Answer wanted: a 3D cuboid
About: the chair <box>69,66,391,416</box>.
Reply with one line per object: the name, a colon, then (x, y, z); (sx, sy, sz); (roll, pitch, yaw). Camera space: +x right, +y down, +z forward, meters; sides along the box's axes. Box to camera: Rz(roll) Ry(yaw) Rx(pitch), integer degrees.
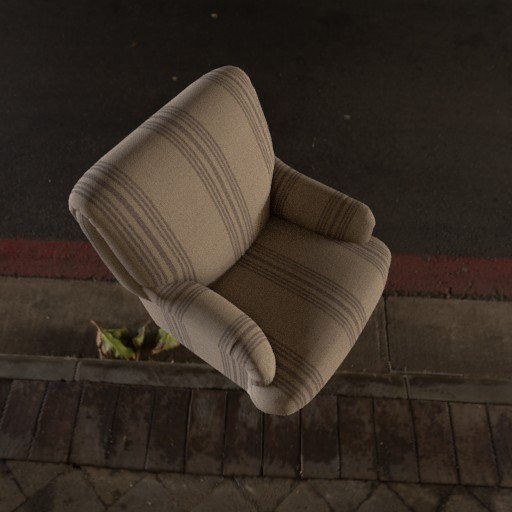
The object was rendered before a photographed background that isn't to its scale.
chair: (0.000, 0.000, 1.638); (0.914, 0.940, 0.813); (31, 63, 18)
